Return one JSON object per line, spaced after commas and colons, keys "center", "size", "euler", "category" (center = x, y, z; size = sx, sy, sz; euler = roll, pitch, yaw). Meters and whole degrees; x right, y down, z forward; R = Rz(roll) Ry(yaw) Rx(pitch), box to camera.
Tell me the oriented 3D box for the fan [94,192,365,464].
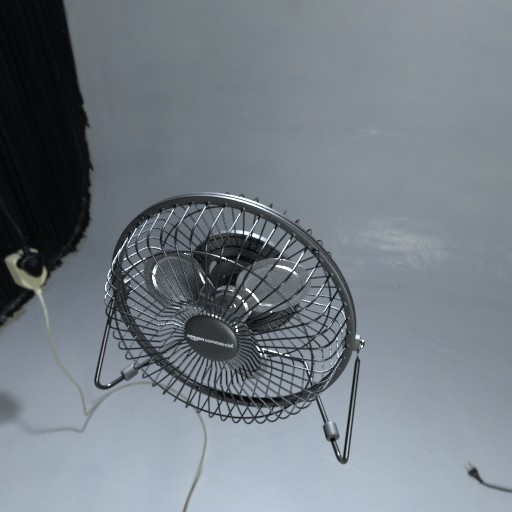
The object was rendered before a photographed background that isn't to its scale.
{"center": [0.000, 0.000, 0.372], "size": [0.209, 0.188, 0.227], "euler": [12, 41, 14], "category": "fan"}
